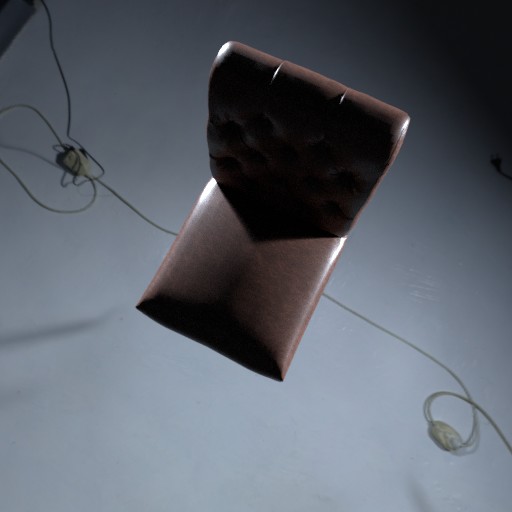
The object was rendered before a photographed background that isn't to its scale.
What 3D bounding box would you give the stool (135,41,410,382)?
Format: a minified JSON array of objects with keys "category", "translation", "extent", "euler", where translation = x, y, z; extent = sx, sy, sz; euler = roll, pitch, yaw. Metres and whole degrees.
[{"category":"stool","translation":[0.000,0.000,1.437],"extent":[0.486,1.084,0.660],"euler":[25,77,6]}]
